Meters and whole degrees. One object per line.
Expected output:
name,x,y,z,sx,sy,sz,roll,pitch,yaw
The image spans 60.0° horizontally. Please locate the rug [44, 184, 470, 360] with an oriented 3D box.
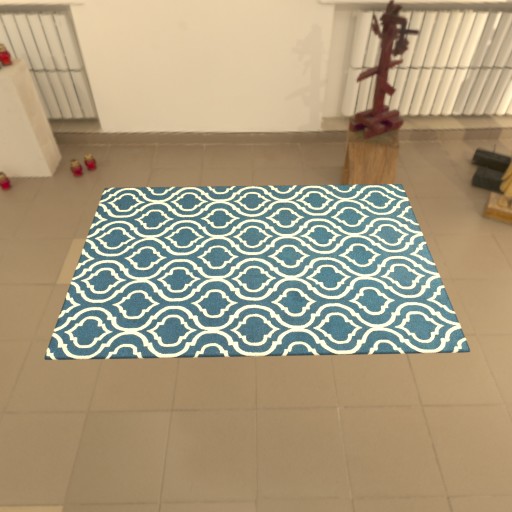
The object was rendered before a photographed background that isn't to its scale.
rug,0.000,0.000,2.216,1.753,0.010,1.143,-1,46,-1
